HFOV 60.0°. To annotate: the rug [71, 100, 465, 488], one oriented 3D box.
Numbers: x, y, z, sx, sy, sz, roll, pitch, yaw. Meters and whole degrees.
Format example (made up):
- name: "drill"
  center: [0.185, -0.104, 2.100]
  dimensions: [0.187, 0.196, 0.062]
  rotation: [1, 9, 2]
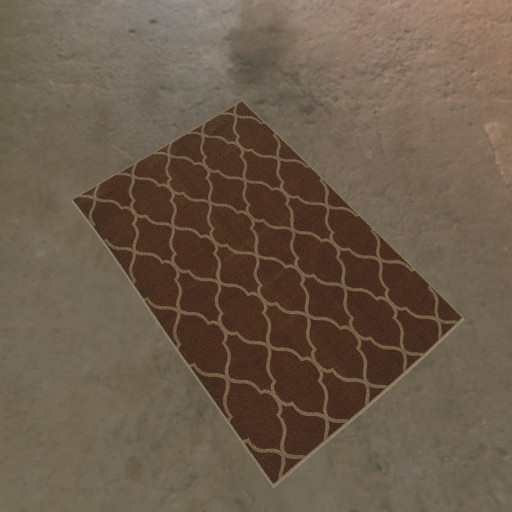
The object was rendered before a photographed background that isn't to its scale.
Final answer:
- name: "rug"
  center: [0.000, 0.000, 2.933]
  dimensions: [1.528, 0.014, 2.294]
  rotation: [-35, 70, -15]
